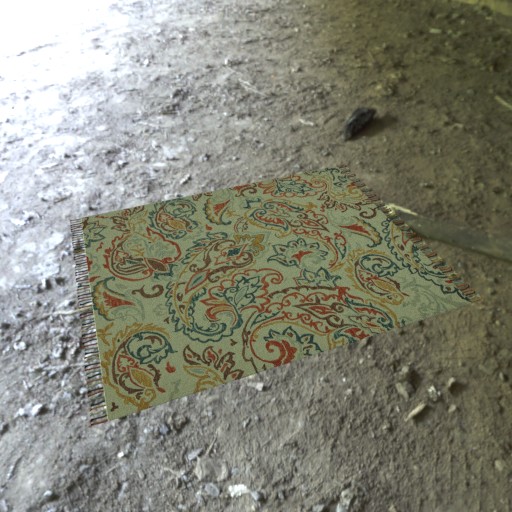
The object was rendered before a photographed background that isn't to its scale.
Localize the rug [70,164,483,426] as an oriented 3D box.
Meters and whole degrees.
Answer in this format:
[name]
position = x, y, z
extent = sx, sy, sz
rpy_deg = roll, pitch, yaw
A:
[rug]
position = 0.000, 0.000, 4.243
extent = 3.274, 0.015, 2.439
rpy_deg = -14, 44, -15
